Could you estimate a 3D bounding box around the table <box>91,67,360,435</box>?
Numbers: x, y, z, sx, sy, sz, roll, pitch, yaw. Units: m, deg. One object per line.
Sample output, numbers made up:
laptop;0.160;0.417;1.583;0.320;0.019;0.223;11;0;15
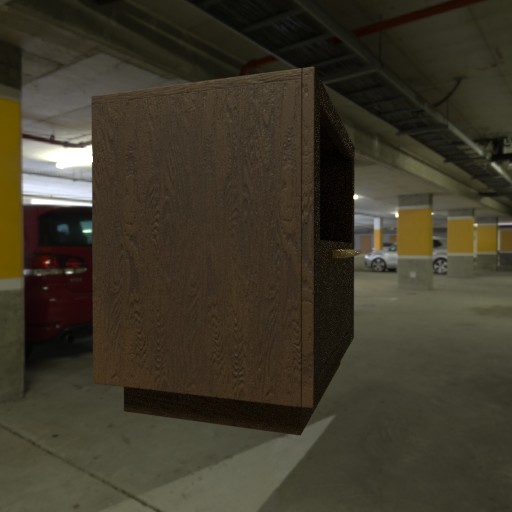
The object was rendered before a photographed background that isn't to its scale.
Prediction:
table;0.000;0.000;0.999;0.439;0.585;0.560;0;1;19
